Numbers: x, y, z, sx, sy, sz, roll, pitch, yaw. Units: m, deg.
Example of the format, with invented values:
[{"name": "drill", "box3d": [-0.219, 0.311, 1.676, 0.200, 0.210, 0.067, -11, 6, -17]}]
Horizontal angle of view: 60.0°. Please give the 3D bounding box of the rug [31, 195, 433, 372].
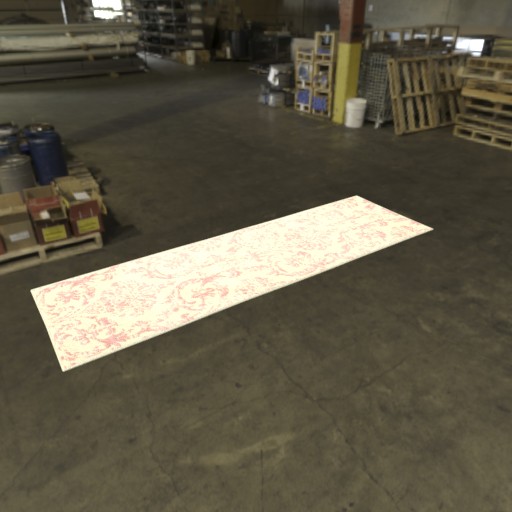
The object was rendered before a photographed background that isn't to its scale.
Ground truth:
[{"name": "rug", "box3d": [0.000, 0.000, 2.445, 2.196, 0.011, 0.662, -18, 34, -29]}]
